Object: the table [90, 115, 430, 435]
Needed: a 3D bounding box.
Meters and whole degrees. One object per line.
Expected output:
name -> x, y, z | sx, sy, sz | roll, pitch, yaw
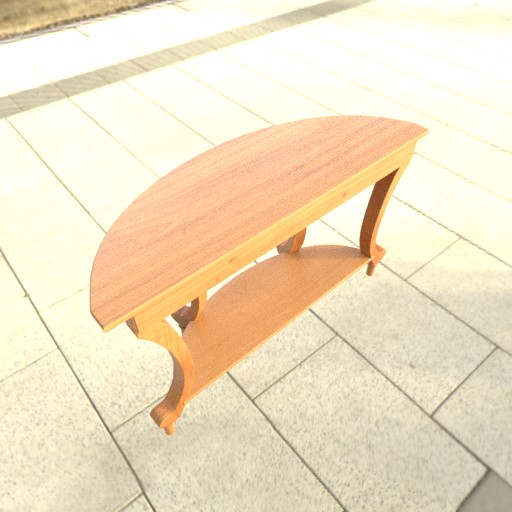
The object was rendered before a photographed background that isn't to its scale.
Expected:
table -> 0.000, 0.000, 1.546 | 1.198, 0.692, 0.394 | -33, 54, -28
